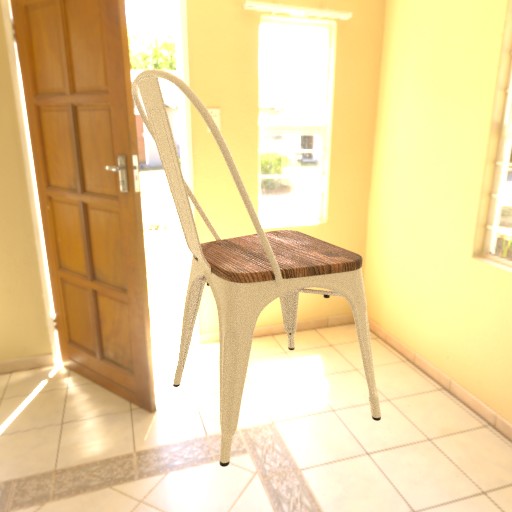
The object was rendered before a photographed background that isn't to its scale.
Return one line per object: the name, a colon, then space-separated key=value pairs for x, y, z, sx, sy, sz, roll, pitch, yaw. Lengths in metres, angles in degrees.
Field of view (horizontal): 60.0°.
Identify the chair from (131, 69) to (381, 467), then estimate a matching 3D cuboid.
chair: x=0.000 y=0.000 z=1.128 sx=0.521 sy=0.851 sz=0.452 roll=-8 pitch=18 yaw=-26
